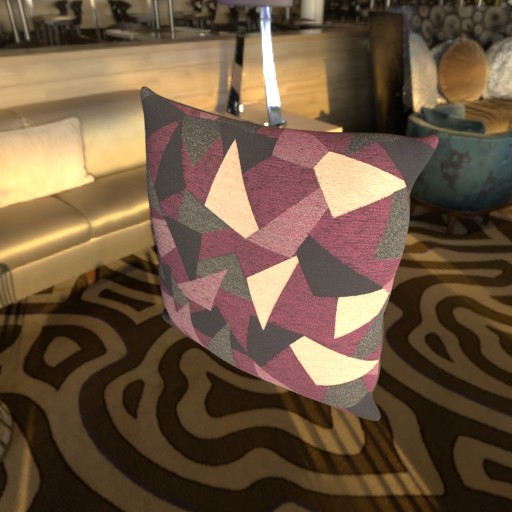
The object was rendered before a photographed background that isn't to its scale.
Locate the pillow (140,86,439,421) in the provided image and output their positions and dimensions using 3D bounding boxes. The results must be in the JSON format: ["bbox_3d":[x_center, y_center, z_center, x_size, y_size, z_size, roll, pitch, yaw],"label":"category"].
[{"bbox_3d":[0.000,0.000,0.748,0.503,0.496,0.208,19,36,29],"label":"pillow"}]
